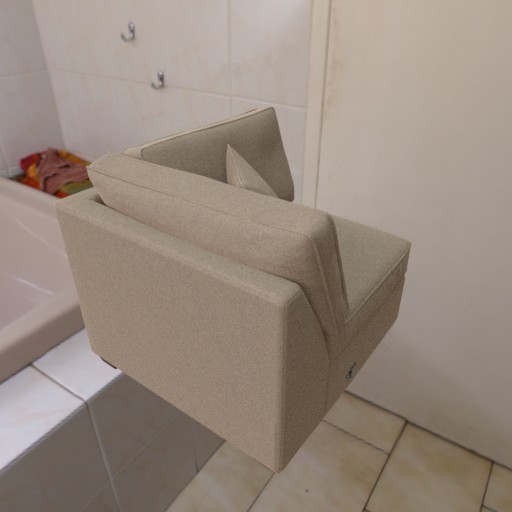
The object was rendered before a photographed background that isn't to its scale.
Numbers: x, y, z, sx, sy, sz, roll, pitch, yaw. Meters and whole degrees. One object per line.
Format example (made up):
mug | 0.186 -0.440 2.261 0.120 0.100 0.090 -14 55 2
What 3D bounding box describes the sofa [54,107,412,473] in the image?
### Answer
sofa | 0.000 0.000 1.953 1.084 1.002 1.146 21 37 31
